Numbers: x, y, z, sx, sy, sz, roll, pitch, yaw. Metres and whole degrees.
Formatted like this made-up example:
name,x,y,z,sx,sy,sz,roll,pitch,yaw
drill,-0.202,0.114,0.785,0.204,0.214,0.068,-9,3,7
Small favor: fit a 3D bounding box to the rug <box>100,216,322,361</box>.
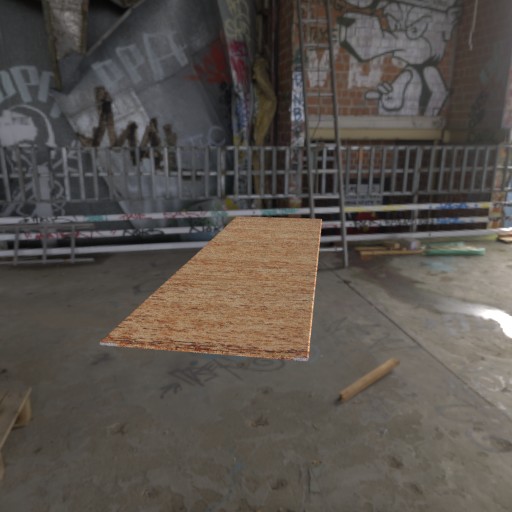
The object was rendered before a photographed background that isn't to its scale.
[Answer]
name,x,y,z,sx,sy,sz,roll,pitch,yaw
rug,0.000,0.000,2.448,0.680,0.014,2.237,2,16,9
